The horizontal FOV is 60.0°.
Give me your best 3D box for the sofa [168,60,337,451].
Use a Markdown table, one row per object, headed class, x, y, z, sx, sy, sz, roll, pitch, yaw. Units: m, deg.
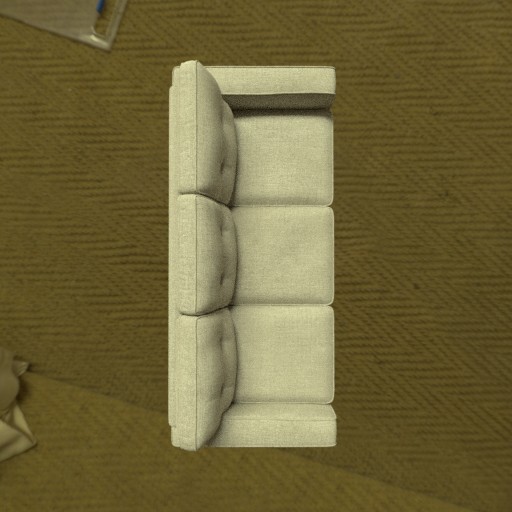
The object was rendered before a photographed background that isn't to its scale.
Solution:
| class | x | y | z | sx | sy | sz | roll | pitch | yaw |
| --- | --- | --- | --- | --- | --- | --- | --- | --- | --- |
| sofa | 0.000 | 0.000 | 2.630 | 0.939 | 0.965 | 2.133 | 0 | 89 | 0 |
